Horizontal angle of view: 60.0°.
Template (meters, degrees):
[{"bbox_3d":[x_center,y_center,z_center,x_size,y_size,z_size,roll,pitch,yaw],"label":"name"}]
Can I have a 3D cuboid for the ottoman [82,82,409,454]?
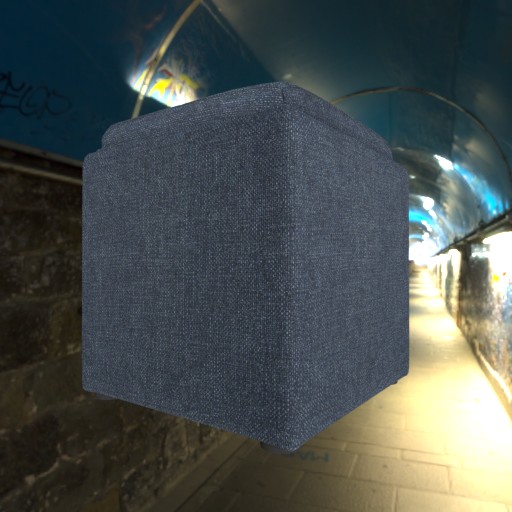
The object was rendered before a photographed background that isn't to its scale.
[{"bbox_3d":[0.000,0.000,0.831,0.436,0.493,0.454,0,-1,36],"label":"ottoman"}]
